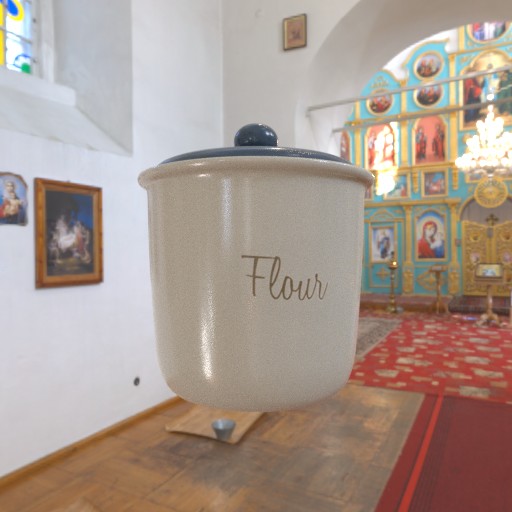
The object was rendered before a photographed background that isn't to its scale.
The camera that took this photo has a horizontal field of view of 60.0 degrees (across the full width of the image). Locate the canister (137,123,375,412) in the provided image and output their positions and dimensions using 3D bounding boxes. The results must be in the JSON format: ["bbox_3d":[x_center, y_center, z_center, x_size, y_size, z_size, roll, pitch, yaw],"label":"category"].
[{"bbox_3d":[0.000,0.000,0.352,0.182,0.208,0.182,0,0,0],"label":"canister"}]
